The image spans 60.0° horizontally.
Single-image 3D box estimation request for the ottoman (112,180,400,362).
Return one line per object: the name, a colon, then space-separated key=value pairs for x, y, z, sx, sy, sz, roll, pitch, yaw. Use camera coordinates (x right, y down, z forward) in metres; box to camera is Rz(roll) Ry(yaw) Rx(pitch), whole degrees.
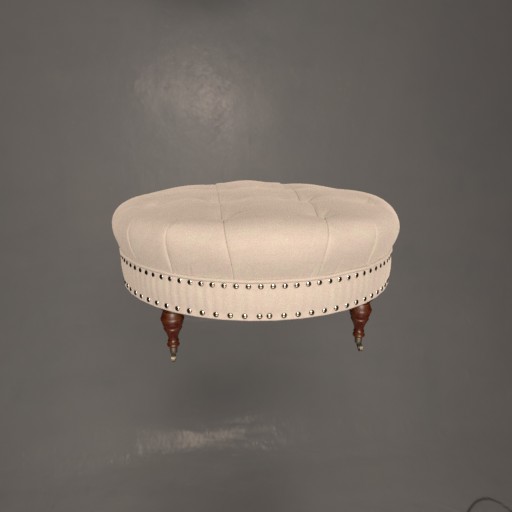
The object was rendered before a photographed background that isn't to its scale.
ottoman: x=0.000 y=0.000 z=1.462 sx=0.901 sy=0.439 sz=0.901 roll=0 pitch=16 yaw=0
